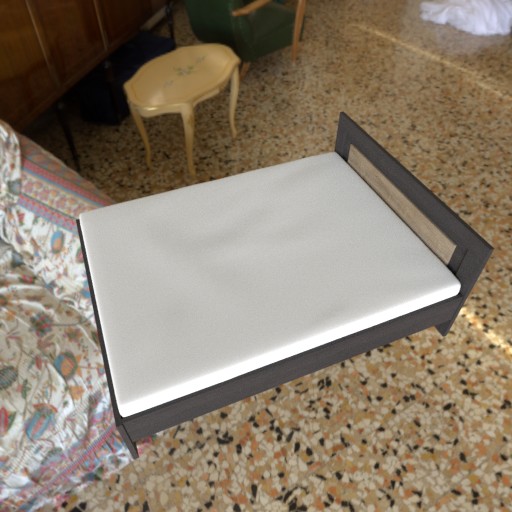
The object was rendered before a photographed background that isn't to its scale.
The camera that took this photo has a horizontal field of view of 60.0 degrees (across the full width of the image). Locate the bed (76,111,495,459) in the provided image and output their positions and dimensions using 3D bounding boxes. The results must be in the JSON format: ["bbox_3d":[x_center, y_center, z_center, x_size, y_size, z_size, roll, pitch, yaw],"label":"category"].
[{"bbox_3d":[0.000,0.000,2.872,2.073,0.823,1.585,-17,48,-15],"label":"bed"}]
